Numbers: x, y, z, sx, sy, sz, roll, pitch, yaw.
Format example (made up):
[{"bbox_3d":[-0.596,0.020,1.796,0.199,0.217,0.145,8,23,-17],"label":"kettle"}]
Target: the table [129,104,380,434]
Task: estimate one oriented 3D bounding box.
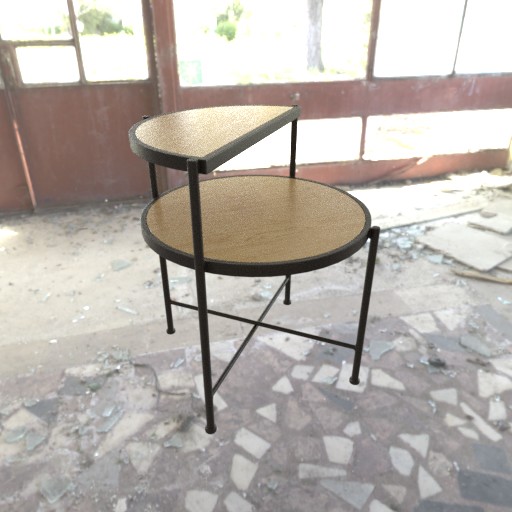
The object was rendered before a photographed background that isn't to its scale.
[{"bbox_3d":[0.000,0.000,1.187,0.628,0.684,0.629,11,30,19],"label":"table"}]
